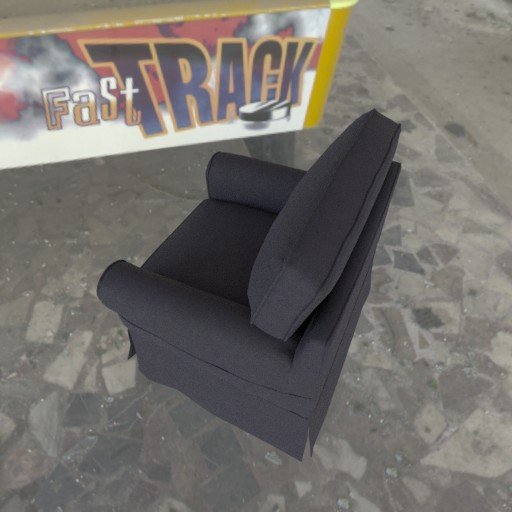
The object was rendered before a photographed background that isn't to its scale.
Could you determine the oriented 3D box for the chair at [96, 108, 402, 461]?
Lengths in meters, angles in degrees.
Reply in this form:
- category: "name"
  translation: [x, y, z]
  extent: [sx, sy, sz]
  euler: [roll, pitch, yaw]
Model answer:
- category: "chair"
  translation: [0.000, 0.000, 1.993]
  extent: [1.002, 1.140, 1.119]
  euler: [18, 48, 17]
